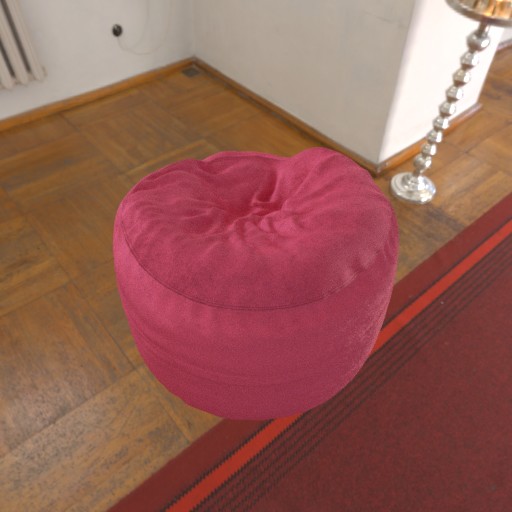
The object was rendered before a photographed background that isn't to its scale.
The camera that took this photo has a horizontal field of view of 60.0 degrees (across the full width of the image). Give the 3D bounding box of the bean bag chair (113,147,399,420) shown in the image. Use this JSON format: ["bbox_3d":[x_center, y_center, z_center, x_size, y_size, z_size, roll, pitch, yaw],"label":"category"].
[{"bbox_3d":[0.000,0.000,1.971,1.218,0.788,1.218,0,48,0],"label":"bean bag chair"}]
